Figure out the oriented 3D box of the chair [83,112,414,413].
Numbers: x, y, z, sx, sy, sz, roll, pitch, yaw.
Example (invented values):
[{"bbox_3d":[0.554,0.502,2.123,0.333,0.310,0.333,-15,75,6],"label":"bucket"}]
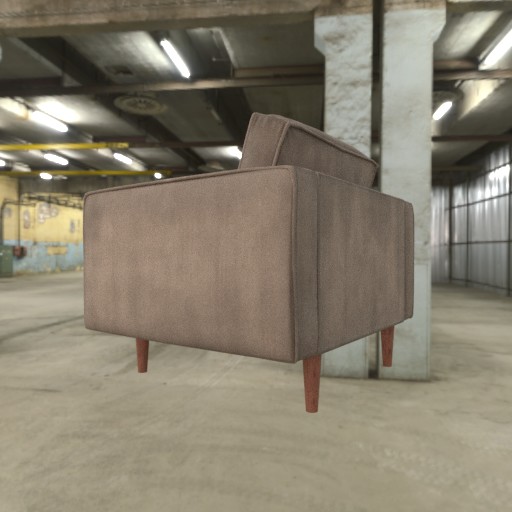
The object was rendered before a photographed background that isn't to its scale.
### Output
[{"bbox_3d":[0.000,0.000,1.549,0.843,0.773,0.928,0,0,36],"label":"chair"}]
